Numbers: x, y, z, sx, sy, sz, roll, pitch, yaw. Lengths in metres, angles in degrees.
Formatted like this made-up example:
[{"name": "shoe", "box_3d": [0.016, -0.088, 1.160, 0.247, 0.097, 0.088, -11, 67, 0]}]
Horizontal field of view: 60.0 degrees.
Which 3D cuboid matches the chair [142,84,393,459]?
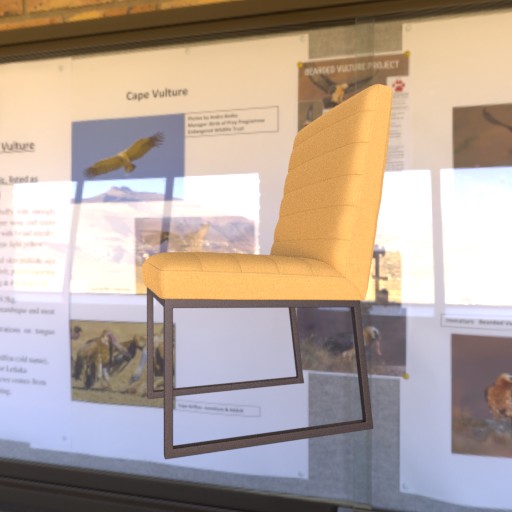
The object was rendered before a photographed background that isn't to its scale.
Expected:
[{"name": "chair", "box_3d": [0.000, 0.000, 1.327, 0.634, 0.930, 0.520, 0, 0, -19]}]
